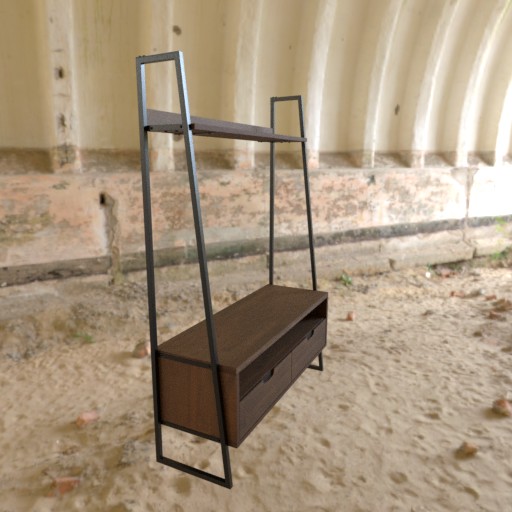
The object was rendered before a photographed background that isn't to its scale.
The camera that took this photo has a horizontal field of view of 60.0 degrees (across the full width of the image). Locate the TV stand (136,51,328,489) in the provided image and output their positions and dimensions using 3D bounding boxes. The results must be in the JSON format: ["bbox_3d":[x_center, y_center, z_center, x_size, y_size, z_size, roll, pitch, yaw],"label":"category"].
[{"bbox_3d":[0.000,0.000,2.345,0.432,1.772,1.250,6,13,26],"label":"TV stand"}]
